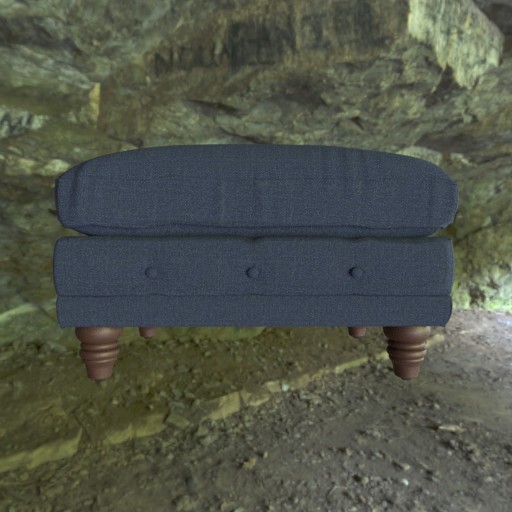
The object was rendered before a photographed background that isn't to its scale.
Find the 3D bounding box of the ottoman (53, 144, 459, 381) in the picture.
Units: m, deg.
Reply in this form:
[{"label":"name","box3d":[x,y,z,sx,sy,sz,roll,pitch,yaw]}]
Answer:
[{"label":"ottoman","box3d":[0.000,0.000,1.092,0.767,0.486,0.558,0,1,-1]}]
